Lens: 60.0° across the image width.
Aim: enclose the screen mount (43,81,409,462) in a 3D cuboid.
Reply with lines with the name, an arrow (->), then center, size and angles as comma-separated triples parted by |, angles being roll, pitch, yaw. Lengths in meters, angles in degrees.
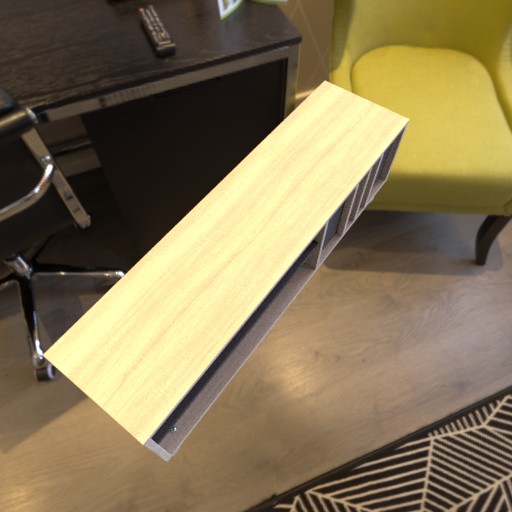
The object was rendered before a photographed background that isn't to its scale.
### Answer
screen mount -> 0.000, 0.000, 1.726 | 0.401, 0.509, 1.500 | 33, 64, 18
